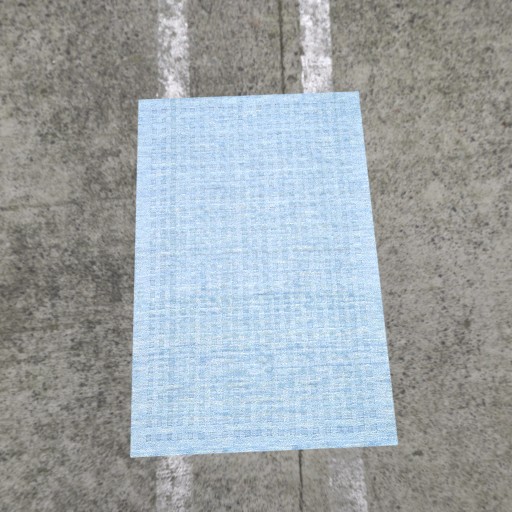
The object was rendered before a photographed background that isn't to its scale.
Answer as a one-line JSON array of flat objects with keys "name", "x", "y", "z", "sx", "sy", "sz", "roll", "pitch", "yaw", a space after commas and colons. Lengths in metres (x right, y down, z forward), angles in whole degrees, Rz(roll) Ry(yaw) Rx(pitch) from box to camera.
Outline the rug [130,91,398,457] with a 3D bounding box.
[{"name": "rug", "x": 0.000, "y": 0.000, "z": 2.791, "sx": 1.522, "sy": 0.006, "sz": 2.286, "roll": -2, "pitch": 76, "yaw": -1}]
